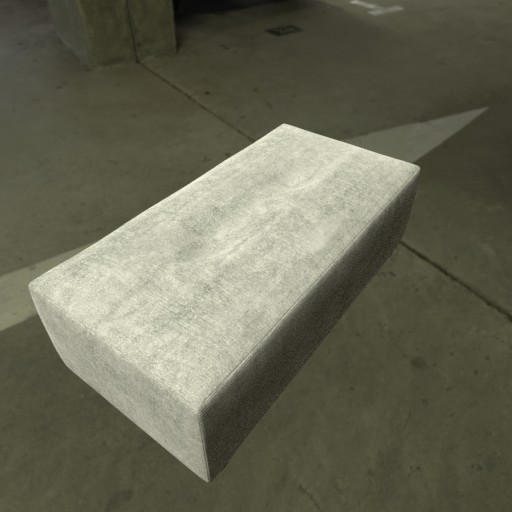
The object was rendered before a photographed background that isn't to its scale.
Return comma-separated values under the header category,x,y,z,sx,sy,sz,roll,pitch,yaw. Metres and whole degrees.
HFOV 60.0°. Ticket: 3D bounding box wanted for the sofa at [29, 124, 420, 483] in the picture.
category,x,y,z,sx,sy,sz,roll,pitch,yaw
sofa,0.000,0.000,1.130,0.480,0.330,0.930,26,48,27
